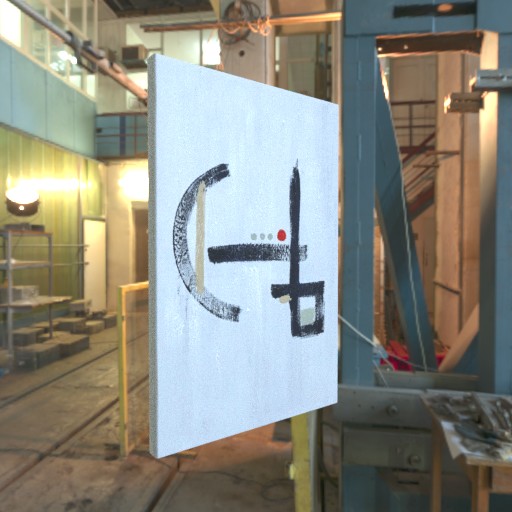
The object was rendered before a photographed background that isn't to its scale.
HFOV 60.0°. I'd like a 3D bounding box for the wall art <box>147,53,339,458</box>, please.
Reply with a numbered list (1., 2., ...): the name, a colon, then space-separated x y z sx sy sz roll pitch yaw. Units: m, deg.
1. wall art: 0.000 0.000 1.195 0.602 0.916 0.048 -1 2 -37
